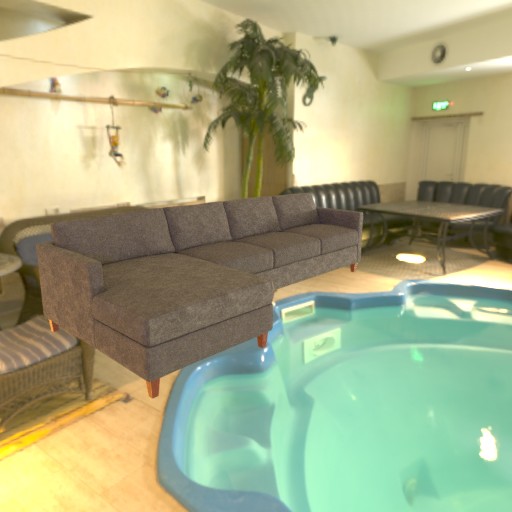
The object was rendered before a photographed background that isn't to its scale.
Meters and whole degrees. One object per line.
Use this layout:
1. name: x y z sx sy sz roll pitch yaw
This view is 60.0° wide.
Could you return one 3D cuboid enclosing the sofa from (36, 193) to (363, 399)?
1. sofa: 0.000 0.000 4.269 1.606 0.954 3.471 13 18 42
